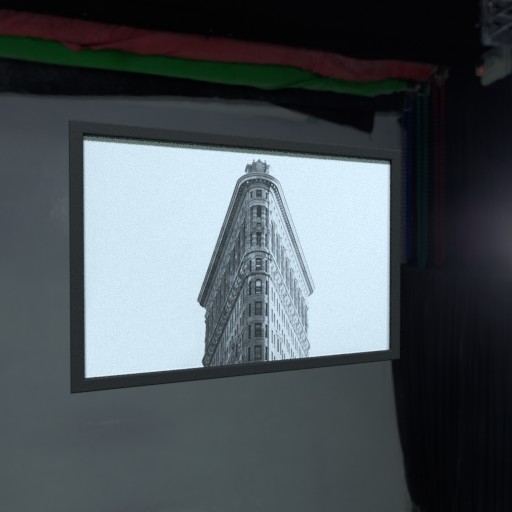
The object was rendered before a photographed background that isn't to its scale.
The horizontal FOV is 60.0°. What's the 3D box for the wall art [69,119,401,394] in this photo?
[{"bbox_3d":[0.000,0.000,1.243,0.964,0.659,0.049,0,1,-19],"label":"wall art"}]
